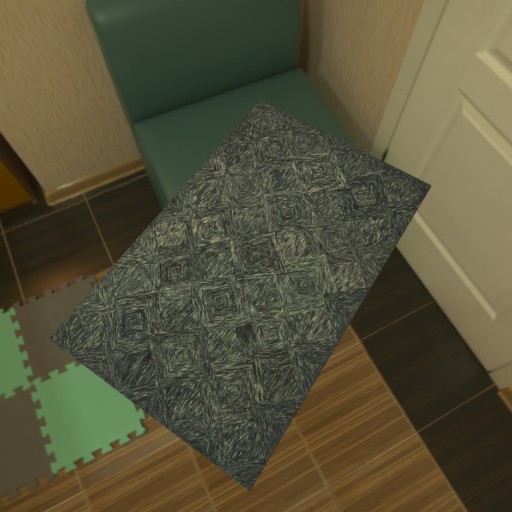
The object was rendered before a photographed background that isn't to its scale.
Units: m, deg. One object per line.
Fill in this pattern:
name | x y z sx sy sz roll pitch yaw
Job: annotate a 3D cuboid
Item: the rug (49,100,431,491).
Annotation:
rug | 0.000 0.000 2.939 1.478 0.017 2.330 31 68 14
